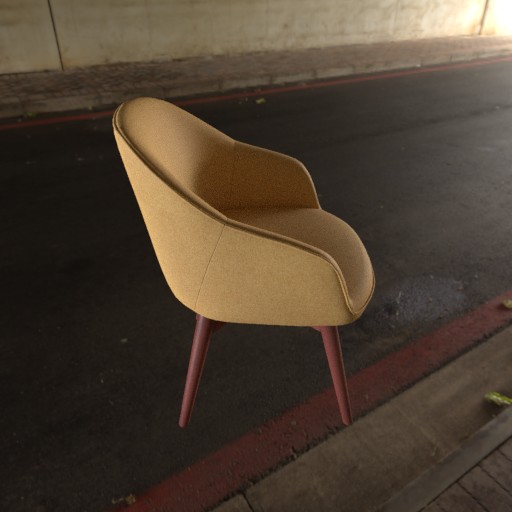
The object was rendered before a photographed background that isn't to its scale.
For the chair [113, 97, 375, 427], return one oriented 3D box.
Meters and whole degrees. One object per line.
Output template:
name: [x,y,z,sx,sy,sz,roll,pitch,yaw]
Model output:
chair: [0.000,0.000,1.238,0.635,0.823,0.596,0,31,-1]
